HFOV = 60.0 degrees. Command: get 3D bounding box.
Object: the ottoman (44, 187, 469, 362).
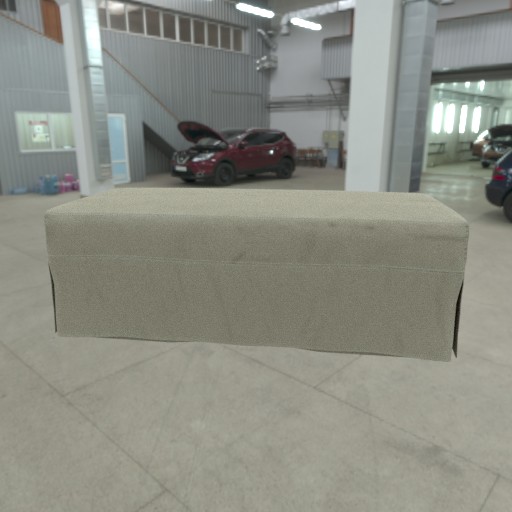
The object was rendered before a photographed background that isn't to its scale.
[{"bbox_3d":[0.000,0.000,1.708,1.388,0.457,0.665,2,16,7],"label":"ottoman"}]
